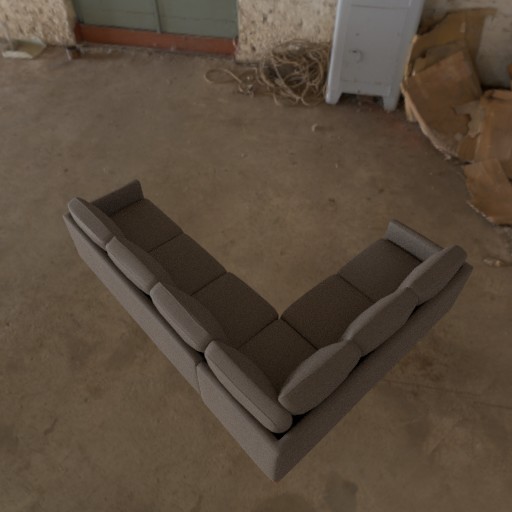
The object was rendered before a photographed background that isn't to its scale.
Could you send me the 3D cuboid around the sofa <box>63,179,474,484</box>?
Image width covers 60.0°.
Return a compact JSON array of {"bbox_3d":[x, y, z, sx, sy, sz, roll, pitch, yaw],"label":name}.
[{"bbox_3d":[0.000,0.000,4.546,2.593,0.947,3.302,-34,56,-27],"label":"sofa"}]
